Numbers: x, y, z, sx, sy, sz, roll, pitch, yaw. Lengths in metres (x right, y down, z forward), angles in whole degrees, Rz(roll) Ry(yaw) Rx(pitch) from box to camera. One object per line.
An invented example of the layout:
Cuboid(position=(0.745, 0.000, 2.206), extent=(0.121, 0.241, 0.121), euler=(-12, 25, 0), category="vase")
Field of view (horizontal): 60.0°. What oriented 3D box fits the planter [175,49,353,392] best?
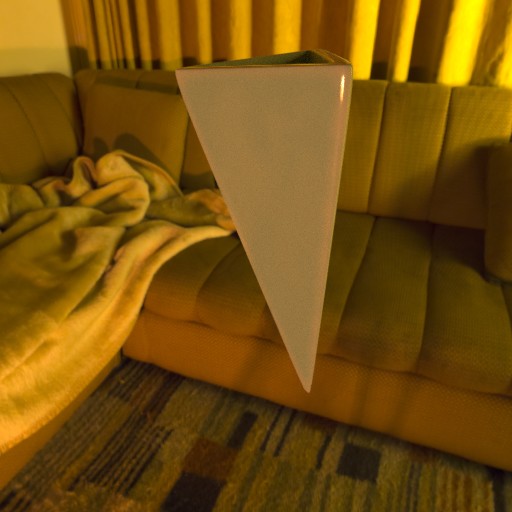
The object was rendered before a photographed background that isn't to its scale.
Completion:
Cuboid(position=(0.000, 0.000, 0.215), extent=(0.064, 0.178, 0.080), euler=(0, 28, 0), category="planter")
